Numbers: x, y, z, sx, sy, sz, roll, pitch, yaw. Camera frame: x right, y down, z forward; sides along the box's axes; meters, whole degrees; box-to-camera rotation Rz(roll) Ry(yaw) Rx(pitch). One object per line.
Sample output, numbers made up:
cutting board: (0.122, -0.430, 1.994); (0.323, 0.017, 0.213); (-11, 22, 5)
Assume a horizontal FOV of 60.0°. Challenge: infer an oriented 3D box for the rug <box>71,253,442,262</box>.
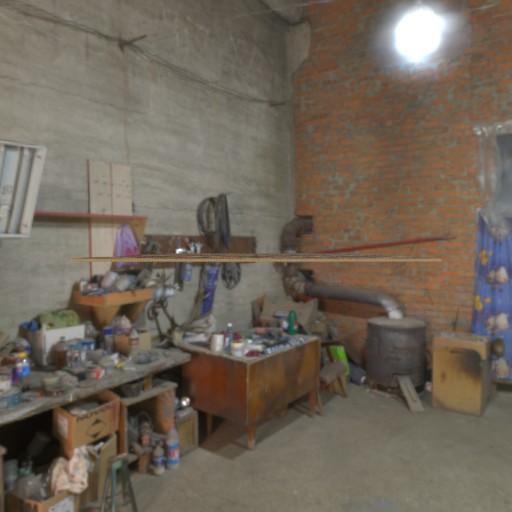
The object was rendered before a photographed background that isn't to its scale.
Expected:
rug: (0.000, 0.000, 2.939); (1.526, 0.014, 2.290); (0, 1, 0)
